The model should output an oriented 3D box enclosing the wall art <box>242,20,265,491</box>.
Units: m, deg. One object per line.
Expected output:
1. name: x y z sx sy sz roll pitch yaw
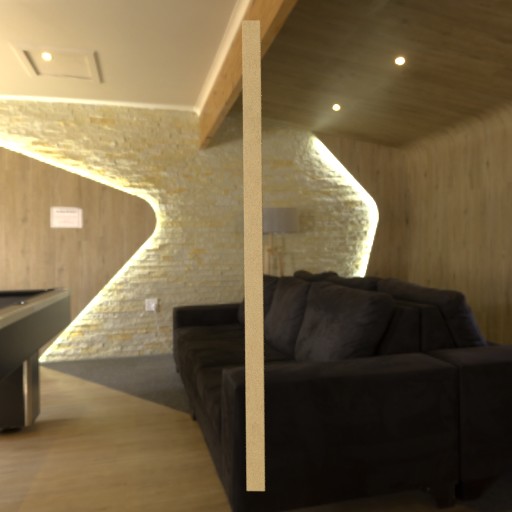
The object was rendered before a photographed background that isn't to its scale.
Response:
1. wall art: 0.000 0.000 1.016 0.039 0.810 0.510 0 0 1
